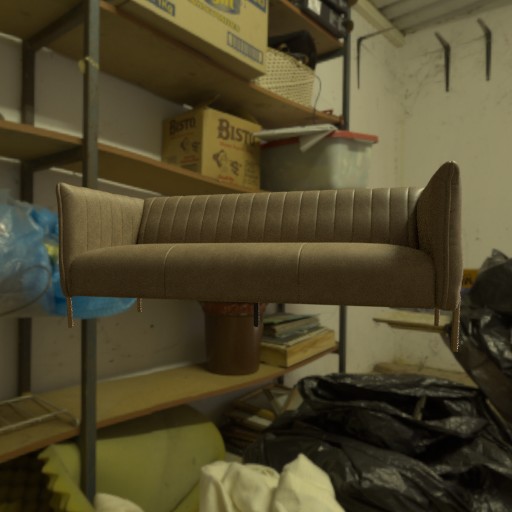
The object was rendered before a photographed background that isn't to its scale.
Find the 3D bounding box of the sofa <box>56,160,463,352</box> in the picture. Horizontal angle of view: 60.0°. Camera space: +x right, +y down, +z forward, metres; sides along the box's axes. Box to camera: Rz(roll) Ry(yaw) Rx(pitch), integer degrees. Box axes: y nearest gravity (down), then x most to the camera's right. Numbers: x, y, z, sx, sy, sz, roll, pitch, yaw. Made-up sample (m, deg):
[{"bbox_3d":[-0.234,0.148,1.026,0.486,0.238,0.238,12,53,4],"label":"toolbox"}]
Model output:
[{"bbox_3d":[0.000,0.000,2.411,1.980,0.779,0.876,0,1,17],"label":"sofa"}]
